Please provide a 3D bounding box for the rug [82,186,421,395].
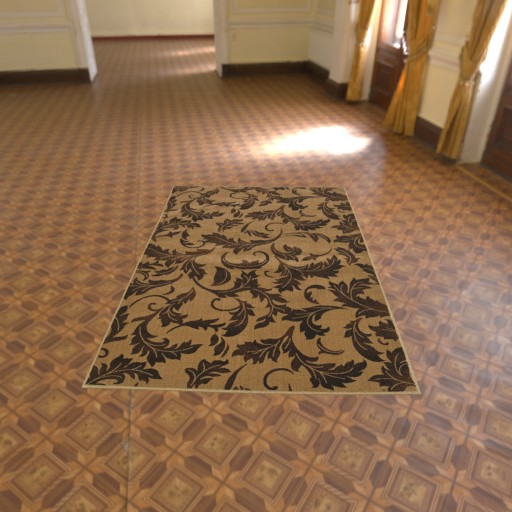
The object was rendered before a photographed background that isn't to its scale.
[{"bbox_3d":[0.000,0.000,2.929,1.522,0.008,2.284,1,32,1],"label":"rug"}]
